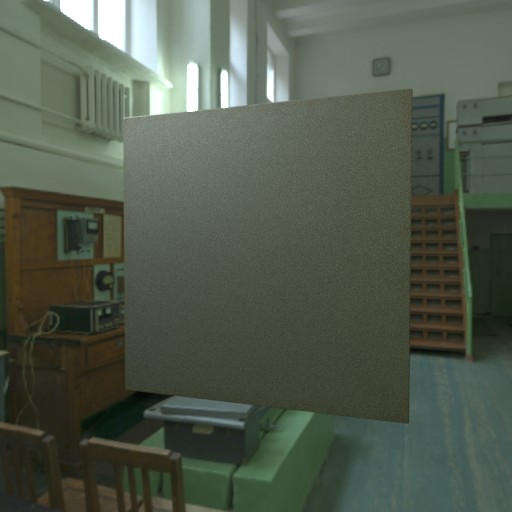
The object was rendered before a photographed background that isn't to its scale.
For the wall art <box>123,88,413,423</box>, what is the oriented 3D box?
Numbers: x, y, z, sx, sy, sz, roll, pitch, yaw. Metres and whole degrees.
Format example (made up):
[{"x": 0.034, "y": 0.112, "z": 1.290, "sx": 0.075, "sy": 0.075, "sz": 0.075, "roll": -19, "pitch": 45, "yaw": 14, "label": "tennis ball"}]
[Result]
[{"x": 0.000, "y": 0.000, "z": 0.764, "sx": 0.503, "sy": 0.506, "sz": 0.040, "roll": 1, "pitch": 2, "yaw": 18, "label": "wall art"}]
